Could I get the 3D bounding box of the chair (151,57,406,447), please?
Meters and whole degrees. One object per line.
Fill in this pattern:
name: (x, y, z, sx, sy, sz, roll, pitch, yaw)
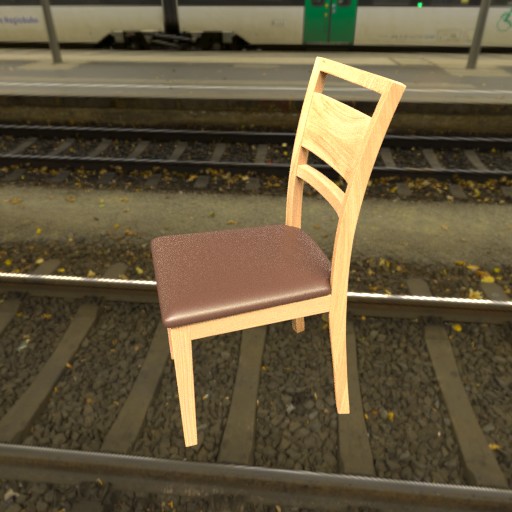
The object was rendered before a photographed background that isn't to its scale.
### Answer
chair: (0.000, 0.000, 1.210, 0.545, 0.940, 0.420, -8, 32, -13)
